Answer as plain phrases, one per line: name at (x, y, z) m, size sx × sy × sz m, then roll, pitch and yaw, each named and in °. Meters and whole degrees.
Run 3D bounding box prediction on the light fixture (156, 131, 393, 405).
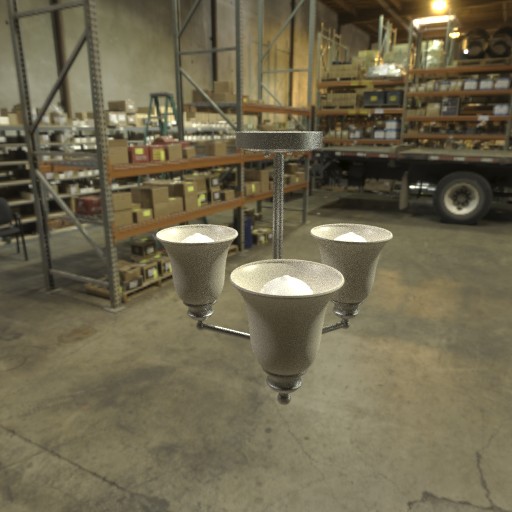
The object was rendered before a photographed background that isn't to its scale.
light fixture at (0.000, 0.000, 0.686) m, size 0.354 × 0.370 × 0.388 m, roll 9°, pitch 18°, yaw 27°
